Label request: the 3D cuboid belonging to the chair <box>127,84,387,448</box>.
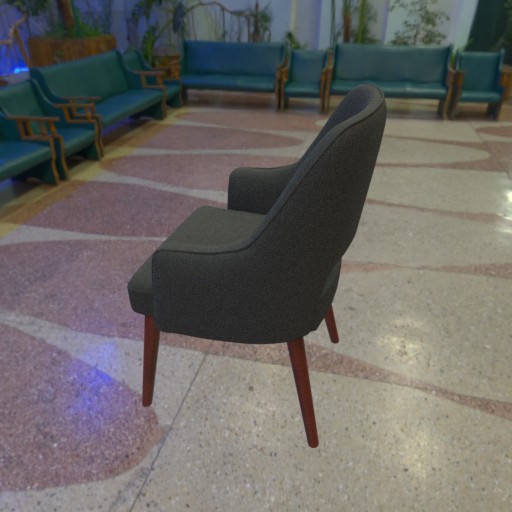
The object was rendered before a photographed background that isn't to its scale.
[{"bbox_3d":[0.000,0.000,1.176,0.560,0.838,0.559,9,32,14],"label":"chair"}]
